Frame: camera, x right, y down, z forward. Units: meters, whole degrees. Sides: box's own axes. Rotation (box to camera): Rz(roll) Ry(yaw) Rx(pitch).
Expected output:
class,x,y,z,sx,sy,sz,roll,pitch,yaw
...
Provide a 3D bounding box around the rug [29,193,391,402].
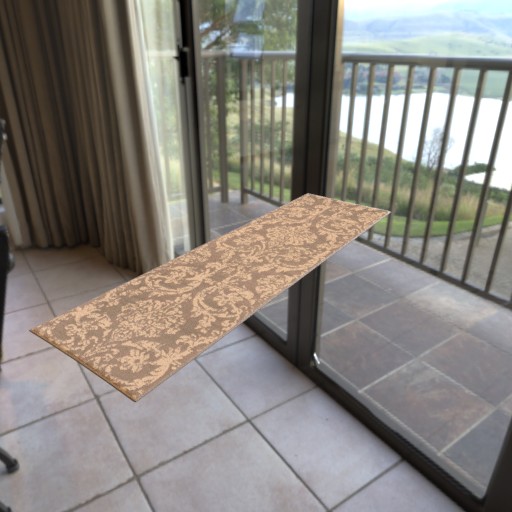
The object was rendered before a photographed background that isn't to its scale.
class,x,y,z,sx,sy,sz,roll,pitch,yaw
rug,0.000,0.000,2.409,0.662,0.011,2.196,18,32,33
